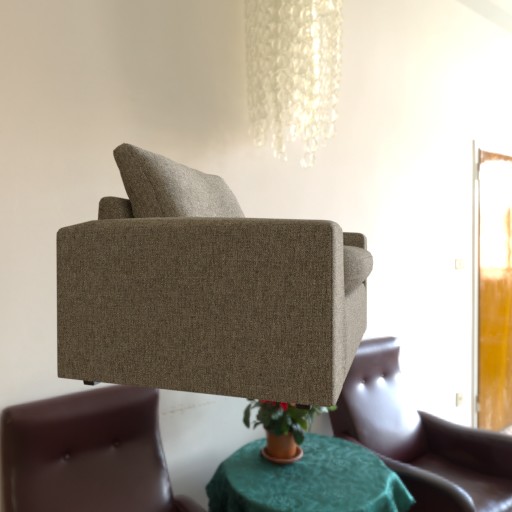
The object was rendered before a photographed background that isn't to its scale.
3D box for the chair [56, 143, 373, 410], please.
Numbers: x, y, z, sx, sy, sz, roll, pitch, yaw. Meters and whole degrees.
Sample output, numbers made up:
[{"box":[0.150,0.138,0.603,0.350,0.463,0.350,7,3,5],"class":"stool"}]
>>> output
[{"box":[0.000,0.000,2.066,1.039,0.915,1.398,0,1,18],"class":"chair"}]
